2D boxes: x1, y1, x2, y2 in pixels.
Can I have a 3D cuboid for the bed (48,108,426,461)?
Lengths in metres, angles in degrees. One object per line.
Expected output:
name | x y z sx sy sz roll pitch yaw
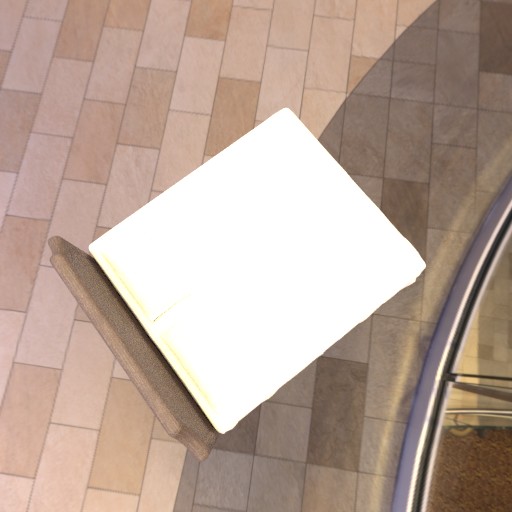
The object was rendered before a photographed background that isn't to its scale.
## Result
bed | 0.000 0.000 4.197 2.773 1.590 2.350 -37 80 -8
